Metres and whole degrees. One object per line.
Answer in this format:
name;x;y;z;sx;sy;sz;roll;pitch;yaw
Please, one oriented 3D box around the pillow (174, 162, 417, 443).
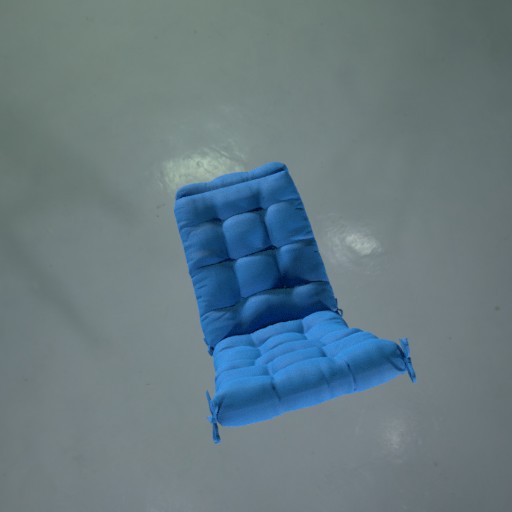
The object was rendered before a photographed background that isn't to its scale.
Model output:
pillow;0.000;0.000;1.538;0.526;0.863;1.016;-15;75;-4
